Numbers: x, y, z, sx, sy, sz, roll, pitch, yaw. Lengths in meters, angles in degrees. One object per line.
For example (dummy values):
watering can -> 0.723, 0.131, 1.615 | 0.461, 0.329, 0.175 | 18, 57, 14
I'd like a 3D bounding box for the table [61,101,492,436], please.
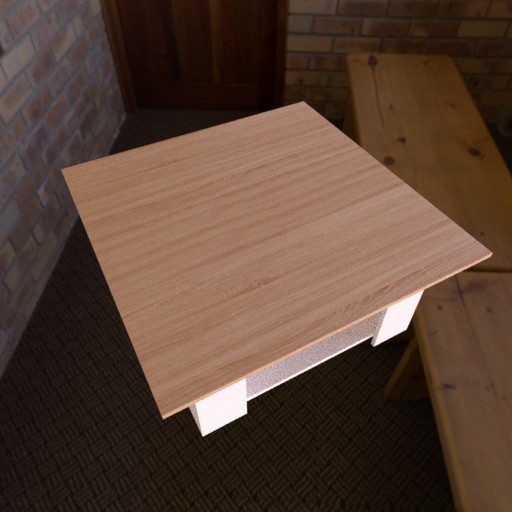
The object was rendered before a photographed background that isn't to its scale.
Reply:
table -> 0.000, 0.000, 1.053 | 0.670, 0.305, 0.670 | -22, 51, -19
